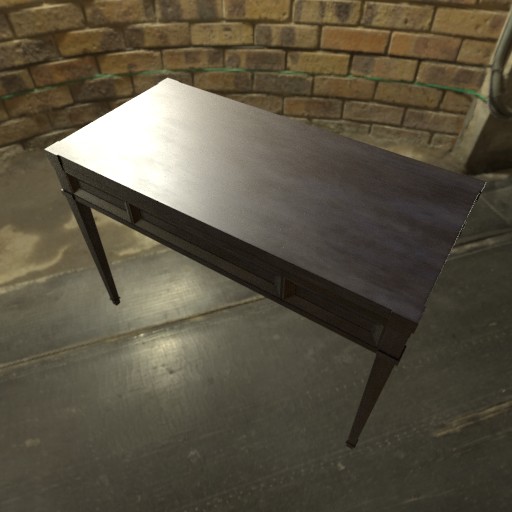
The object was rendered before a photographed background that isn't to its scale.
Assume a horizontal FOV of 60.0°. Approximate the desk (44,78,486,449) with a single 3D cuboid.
[{"bbox_3d":[0.000,0.000,1.742,1.289,0.861,0.630,25,52,22],"label":"desk"}]
